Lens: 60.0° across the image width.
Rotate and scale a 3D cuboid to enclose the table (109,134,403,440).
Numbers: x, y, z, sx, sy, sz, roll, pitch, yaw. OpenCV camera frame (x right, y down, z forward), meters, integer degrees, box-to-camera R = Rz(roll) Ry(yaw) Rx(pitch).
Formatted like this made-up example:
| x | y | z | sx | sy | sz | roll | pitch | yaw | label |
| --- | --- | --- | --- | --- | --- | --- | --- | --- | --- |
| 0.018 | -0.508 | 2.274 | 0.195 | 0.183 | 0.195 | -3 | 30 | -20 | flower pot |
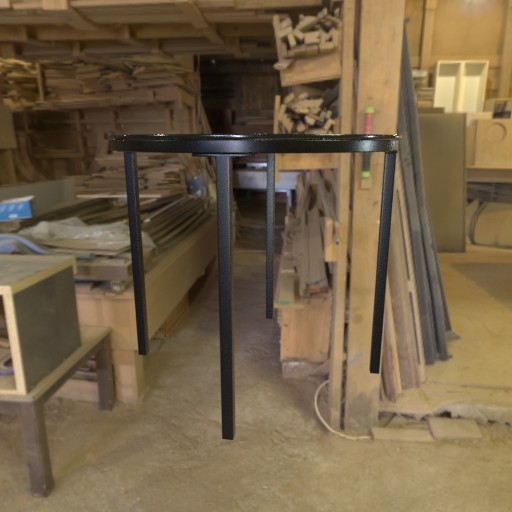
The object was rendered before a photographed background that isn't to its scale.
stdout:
| x | y | z | sx | sy | sz | roll | pitch | yaw | label |
| --- | --- | --- | --- | --- | --- | --- | --- | --- | --- |
| 0.000 | 0.000 | 0.847 | 0.499 | 0.443 | 0.499 | 0 | 15 | 0 | table |
